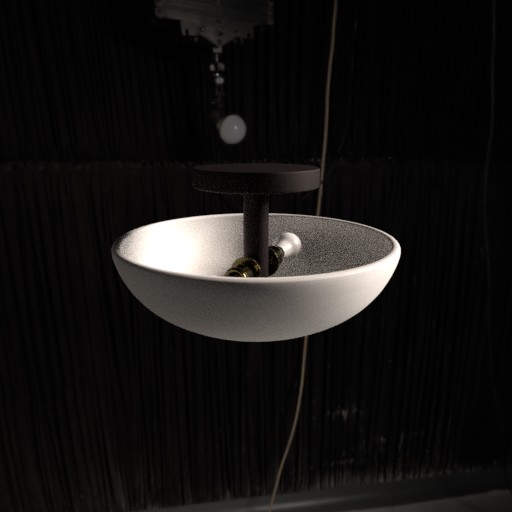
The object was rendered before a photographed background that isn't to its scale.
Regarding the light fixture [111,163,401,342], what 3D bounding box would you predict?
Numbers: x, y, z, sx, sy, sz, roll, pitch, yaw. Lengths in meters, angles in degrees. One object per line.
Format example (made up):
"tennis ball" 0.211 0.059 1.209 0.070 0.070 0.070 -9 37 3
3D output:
"light fixture" 0.000 0.000 0.537 0.331 0.212 0.331 0 15 0
